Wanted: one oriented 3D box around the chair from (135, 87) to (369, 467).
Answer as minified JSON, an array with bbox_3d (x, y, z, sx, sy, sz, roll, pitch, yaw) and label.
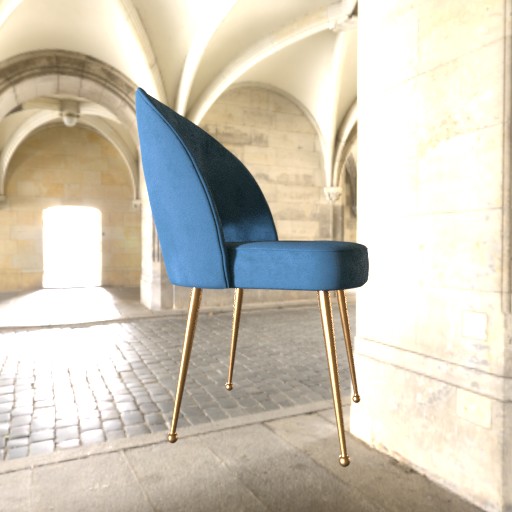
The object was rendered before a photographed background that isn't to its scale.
[{"bbox_3d":[0.000,0.000,1.169,0.577,0.860,0.527,0,1,16],"label":"chair"}]
